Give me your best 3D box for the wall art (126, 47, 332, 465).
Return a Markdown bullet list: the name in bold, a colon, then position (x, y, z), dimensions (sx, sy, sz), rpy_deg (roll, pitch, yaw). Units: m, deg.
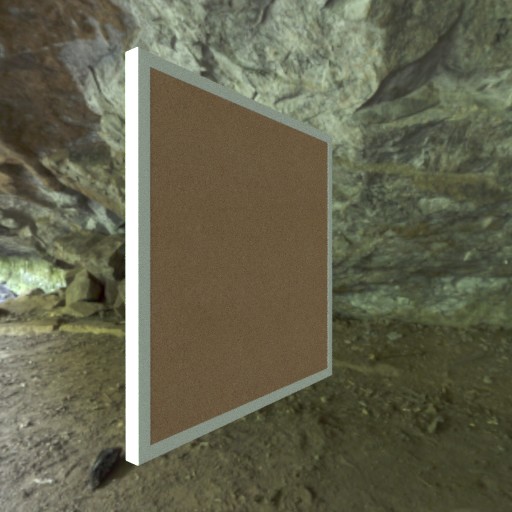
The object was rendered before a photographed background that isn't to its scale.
- **wall art**: position (0.000, 0.000, 1.119), dimensions (0.036, 0.760, 0.760), rpy_deg (0, 0, 37)
